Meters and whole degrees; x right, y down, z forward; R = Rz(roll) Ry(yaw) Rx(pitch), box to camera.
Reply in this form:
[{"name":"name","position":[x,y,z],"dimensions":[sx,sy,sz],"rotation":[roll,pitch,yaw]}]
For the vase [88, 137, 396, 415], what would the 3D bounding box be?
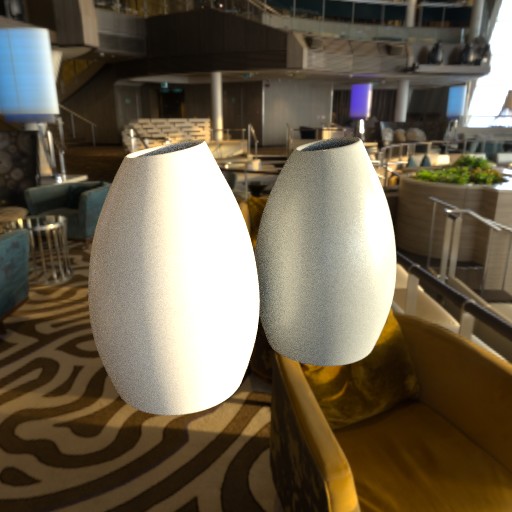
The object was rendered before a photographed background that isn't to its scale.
[{"name":"vase","position":[0.000,0.000,0.257],"dimensions":[0.187,0.131,0.089],"rotation":[-9,19,-27]}]
